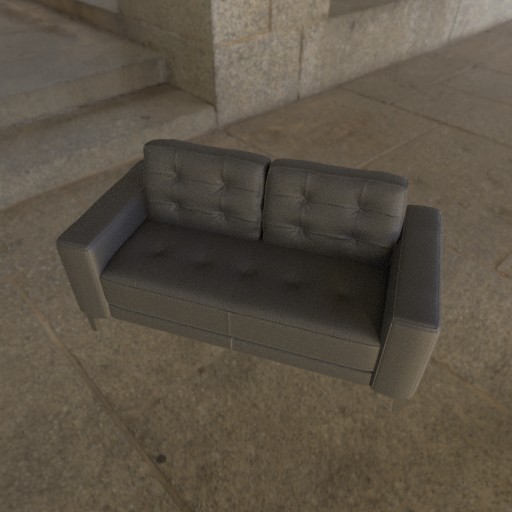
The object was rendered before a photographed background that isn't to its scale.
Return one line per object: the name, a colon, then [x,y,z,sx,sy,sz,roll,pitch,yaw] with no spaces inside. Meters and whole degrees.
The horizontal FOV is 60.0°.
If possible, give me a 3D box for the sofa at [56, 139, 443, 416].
sofa: [0.000,0.000,2.239,1.726,0.892,0.833,12,42,14]
